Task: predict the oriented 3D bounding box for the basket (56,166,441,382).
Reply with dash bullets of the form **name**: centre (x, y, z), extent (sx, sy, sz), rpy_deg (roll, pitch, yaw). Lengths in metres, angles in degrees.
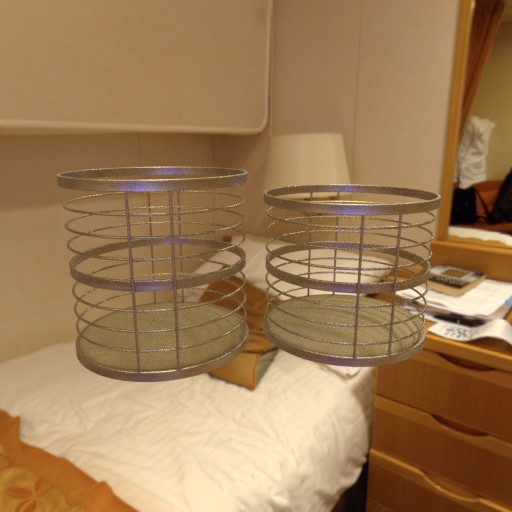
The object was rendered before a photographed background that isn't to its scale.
- **basket**: centre (0.000, 0.000, 0.929), extent (0.746, 0.351, 0.356), rpy_deg (-2, 15, -8)
